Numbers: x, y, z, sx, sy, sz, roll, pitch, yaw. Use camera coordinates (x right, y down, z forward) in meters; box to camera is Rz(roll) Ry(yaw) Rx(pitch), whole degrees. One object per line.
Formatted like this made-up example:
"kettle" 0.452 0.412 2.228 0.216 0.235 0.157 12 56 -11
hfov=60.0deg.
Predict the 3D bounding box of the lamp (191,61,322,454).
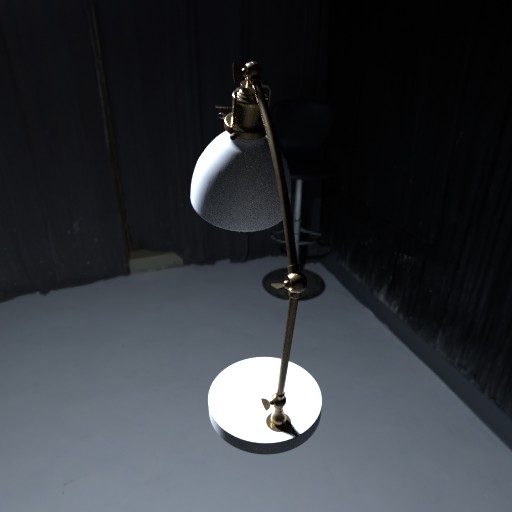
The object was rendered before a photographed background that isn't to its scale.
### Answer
"lamp" 0.000 0.000 0.654 0.186 0.522 0.317 -9 30 -16
